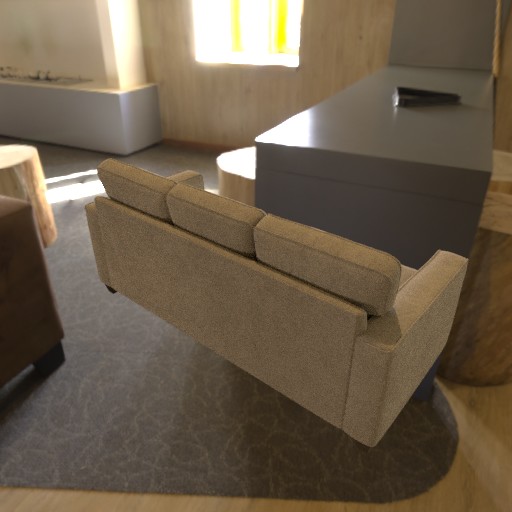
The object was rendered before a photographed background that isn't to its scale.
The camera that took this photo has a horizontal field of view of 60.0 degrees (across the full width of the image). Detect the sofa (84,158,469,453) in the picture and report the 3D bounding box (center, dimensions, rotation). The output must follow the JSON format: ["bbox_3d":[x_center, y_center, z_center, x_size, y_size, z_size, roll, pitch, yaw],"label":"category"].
[{"bbox_3d":[0.000,0.000,2.636,2.133,0.965,0.939,23,37,34],"label":"sofa"}]
